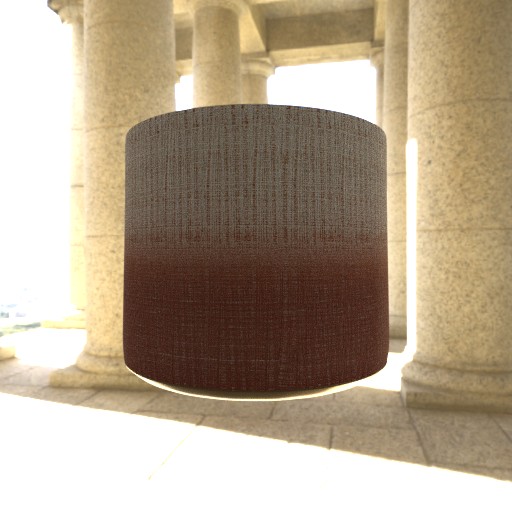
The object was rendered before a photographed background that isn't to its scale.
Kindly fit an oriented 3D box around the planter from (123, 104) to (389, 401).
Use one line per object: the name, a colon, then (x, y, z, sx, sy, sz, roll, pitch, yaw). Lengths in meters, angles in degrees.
planter: (0.000, 0.000, 0.441, 0.254, 0.221, 0.254, 0, 0, 0)
